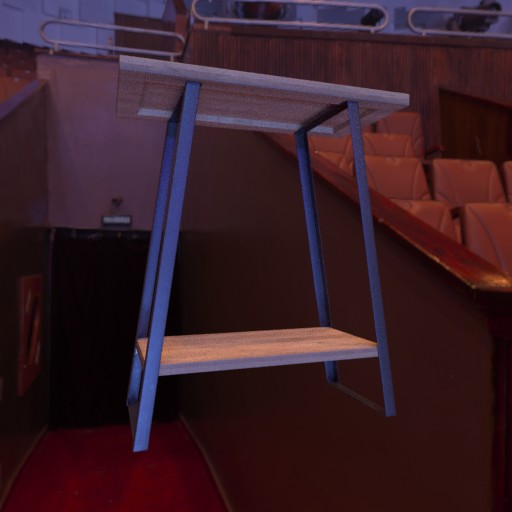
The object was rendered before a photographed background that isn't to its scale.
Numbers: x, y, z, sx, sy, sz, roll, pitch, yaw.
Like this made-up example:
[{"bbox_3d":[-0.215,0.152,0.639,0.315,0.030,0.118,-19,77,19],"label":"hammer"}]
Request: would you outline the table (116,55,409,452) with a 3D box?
[{"bbox_3d":[0.000,0.000,1.007,0.599,0.701,0.300,0,1,-19],"label":"table"}]
